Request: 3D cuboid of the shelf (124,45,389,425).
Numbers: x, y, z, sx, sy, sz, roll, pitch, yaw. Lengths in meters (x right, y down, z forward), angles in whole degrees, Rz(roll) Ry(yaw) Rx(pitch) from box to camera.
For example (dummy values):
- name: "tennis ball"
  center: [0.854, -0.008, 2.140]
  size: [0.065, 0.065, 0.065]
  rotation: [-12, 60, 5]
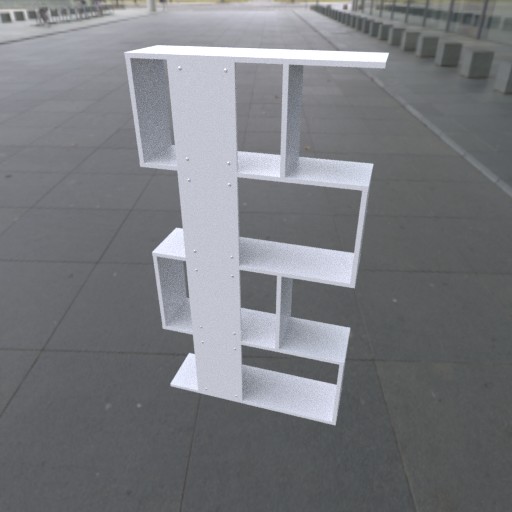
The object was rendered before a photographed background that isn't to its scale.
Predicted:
- name: "shelf"
  center: [0.000, 0.000, 1.967]
  size: [0.890, 1.650, 0.250]
  rotation: [9, 32, 14]
